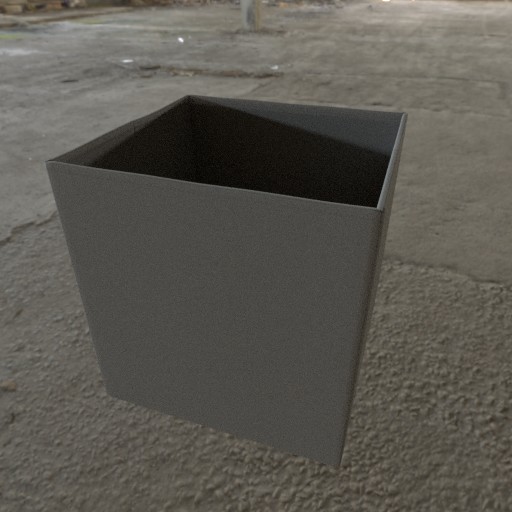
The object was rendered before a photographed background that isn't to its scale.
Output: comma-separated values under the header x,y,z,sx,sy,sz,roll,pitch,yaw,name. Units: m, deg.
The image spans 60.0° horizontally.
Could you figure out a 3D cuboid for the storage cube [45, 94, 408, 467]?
x,y,z,sx,sy,sz,roll,pitch,yaw,name
0.000,0.000,0.495,0.270,0.280,0.270,11,34,16,storage cube
